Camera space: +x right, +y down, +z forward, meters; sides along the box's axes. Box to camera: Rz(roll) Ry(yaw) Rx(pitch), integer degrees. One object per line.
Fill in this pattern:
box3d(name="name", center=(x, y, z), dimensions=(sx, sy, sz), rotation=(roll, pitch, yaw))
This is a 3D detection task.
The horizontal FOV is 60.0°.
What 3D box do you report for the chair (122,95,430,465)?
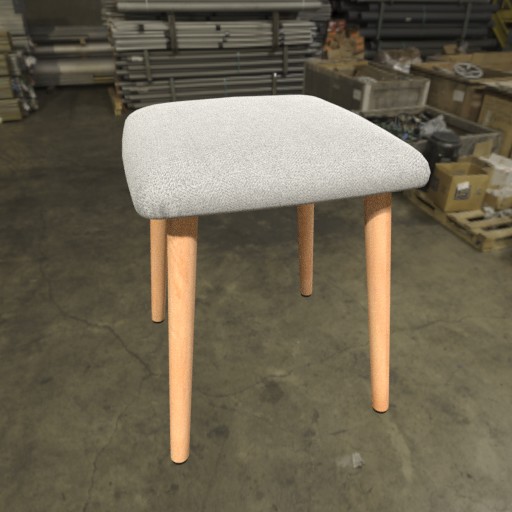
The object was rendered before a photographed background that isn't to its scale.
box3d(name="chair", center=(0.000, 0.000, 0.689), dimensions=(0.350, 0.440, 0.350), rotation=(-8, 32, -14))
